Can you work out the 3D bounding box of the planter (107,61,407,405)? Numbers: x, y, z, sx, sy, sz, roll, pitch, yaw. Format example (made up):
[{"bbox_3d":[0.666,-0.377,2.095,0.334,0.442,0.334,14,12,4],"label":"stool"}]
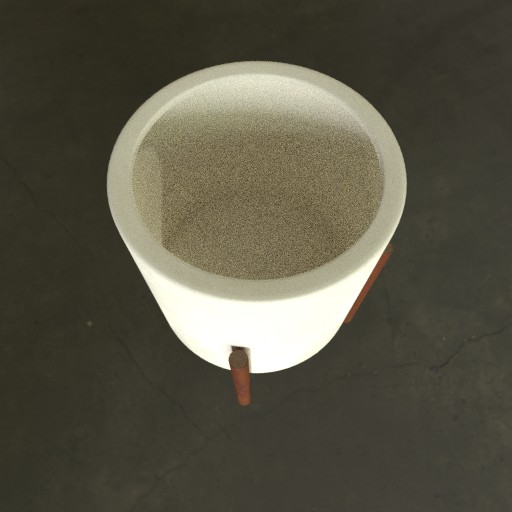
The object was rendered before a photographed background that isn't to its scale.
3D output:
[{"bbox_3d":[0.000,0.000,0.882,0.421,0.581,0.420,-32,68,-15],"label":"planter"}]
